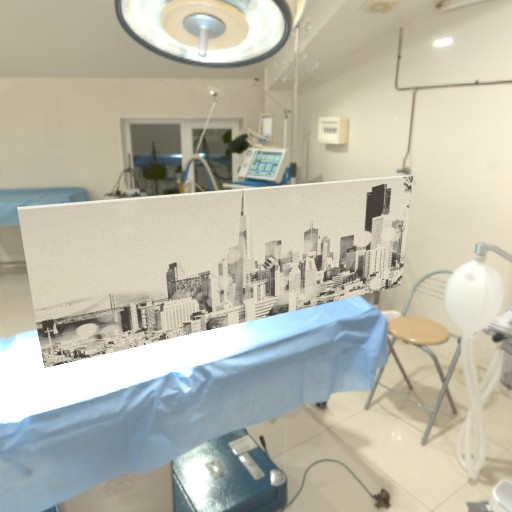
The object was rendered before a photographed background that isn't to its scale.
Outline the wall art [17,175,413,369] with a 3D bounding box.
[{"bbox_3d":[0.000,0.000,1.663,1.520,0.507,0.039,-9,20,-27],"label":"wall art"}]
